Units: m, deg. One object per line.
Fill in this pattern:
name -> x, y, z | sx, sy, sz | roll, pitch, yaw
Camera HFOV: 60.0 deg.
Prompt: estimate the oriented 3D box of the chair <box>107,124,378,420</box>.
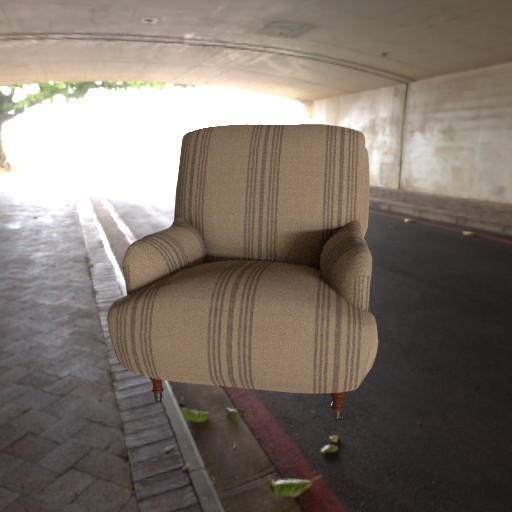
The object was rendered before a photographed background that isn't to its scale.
chair -> 0.000, 0.000, 1.593 | 0.813, 0.940, 0.914 | 2, 14, 9
